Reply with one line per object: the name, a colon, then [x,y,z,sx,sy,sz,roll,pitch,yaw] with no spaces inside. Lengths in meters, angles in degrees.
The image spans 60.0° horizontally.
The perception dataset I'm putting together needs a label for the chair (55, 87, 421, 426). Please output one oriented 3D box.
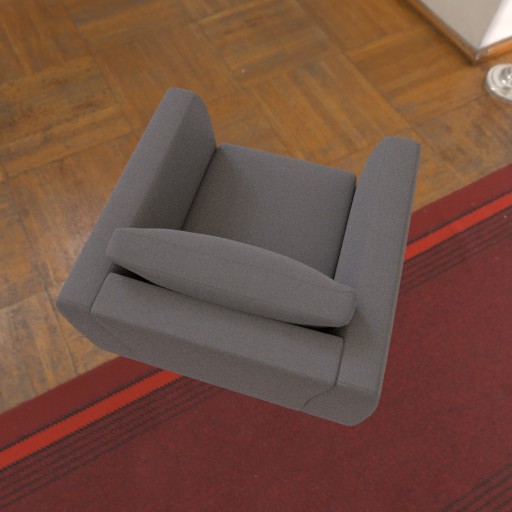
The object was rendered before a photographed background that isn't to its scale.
chair: [0.000,0.000,1.654,1.000,0.860,0.930,15,65,7]
